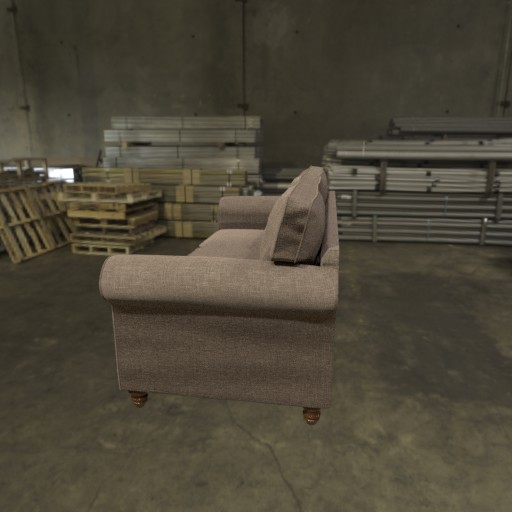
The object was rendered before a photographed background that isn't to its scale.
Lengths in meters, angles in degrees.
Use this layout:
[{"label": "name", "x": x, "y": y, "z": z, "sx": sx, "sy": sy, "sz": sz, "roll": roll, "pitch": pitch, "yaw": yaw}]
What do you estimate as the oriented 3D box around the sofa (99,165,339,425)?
[{"label": "sofa", "x": 0.000, "y": 0.000, "z": 2.623, "sx": 0.916, "sy": 0.961, "sz": 2.084, "roll": 2, "pitch": 15, "yaw": 9}]
